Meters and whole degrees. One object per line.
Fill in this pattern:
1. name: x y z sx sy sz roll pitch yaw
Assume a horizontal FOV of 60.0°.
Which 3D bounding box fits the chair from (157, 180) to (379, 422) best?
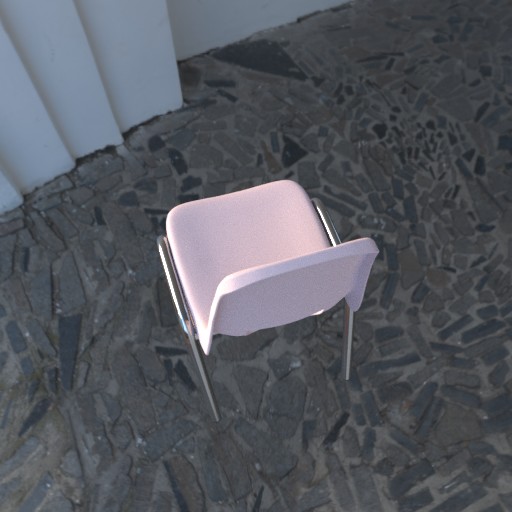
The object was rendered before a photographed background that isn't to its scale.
1. chair: 0.000 0.000 0.849 0.354 0.586 0.423 -15 59 -9
